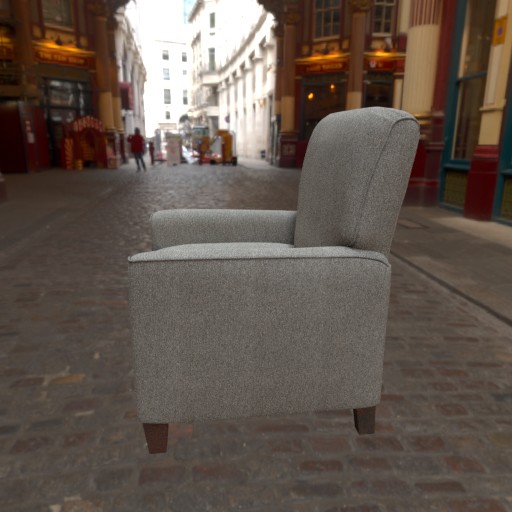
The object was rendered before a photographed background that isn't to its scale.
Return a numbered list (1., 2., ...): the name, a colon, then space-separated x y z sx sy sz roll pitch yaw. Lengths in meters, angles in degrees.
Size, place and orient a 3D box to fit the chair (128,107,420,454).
1. chair: 0.000 0.000 1.626 0.858 1.028 0.841 -2 15 -8
